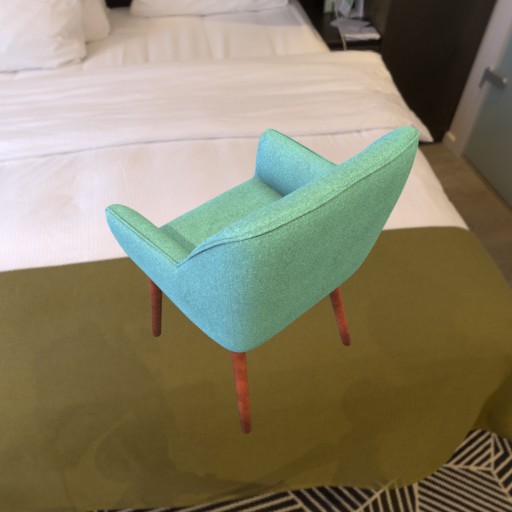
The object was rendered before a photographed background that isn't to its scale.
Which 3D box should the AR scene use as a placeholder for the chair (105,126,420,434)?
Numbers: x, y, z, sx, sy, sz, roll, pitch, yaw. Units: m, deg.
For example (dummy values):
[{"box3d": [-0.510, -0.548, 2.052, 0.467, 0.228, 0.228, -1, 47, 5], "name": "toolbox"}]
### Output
[{"box3d": [0.000, 0.000, 1.158, 0.543, 0.803, 0.519, -33, 55, -26], "name": "chair"}]
